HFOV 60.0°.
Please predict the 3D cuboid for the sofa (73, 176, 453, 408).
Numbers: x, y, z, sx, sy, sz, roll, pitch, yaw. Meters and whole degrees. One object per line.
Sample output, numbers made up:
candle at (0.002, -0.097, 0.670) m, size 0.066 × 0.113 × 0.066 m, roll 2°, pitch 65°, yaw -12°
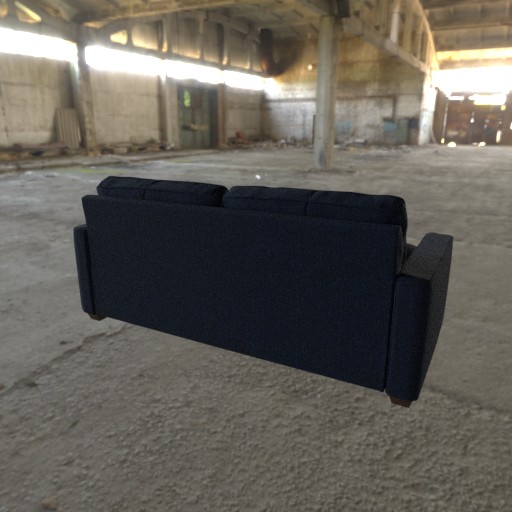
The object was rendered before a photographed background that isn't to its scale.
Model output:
sofa at (0.000, 0.000, 2.621) m, size 2.080 × 0.919 × 0.940 m, roll 9°, pitch 19°, yaw 27°
